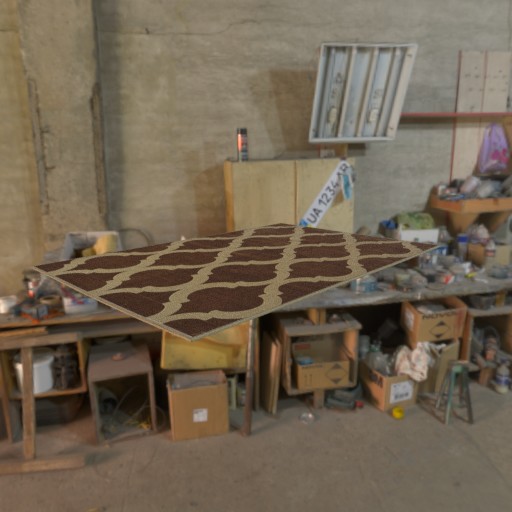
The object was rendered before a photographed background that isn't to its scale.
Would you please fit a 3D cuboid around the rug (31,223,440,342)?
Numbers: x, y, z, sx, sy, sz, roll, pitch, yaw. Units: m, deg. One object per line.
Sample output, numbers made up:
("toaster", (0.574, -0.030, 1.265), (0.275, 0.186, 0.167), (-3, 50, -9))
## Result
("rug", (0.000, 0.000, 2.903), (1.526, 0.014, 2.290), (12, 18, 42))
